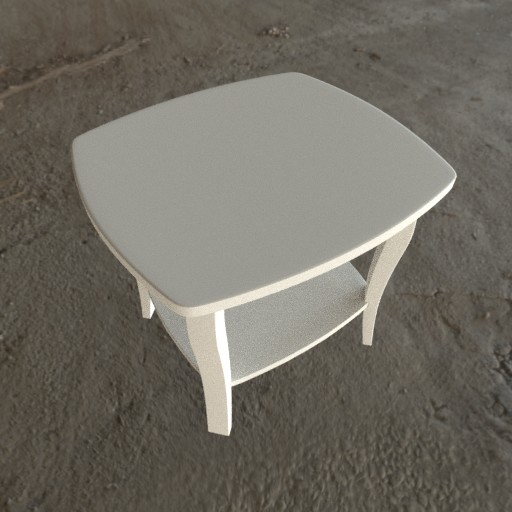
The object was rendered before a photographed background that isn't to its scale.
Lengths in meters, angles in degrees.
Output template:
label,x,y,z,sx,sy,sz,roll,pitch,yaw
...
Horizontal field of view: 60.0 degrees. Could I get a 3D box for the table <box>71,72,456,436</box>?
label,x,y,z,sx,sy,sz,roll,pitch,yaw
table,0.000,0.000,0.819,0.502,0.438,0.451,-25,52,-22
